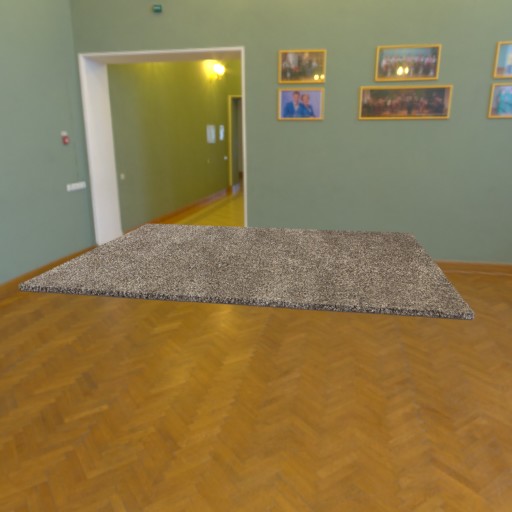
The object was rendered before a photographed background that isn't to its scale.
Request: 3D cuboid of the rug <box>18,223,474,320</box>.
[{"bbox_3d":[0.000,0.000,2.089,1.601,0.025,1.198,3,16,9],"label":"rug"}]
